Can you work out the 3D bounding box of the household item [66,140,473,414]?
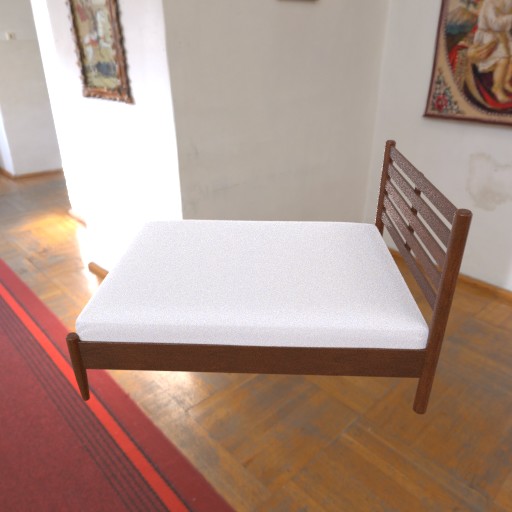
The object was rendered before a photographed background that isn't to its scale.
[{"bbox_3d":[0.000,0.000,3.264,2.232,1.356,1.663,1,27,2],"label":"household item"}]
